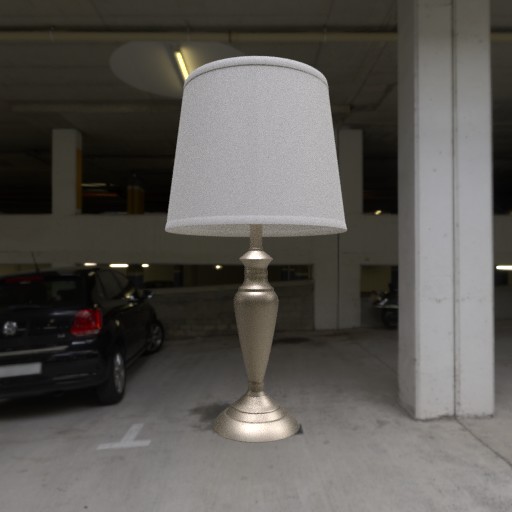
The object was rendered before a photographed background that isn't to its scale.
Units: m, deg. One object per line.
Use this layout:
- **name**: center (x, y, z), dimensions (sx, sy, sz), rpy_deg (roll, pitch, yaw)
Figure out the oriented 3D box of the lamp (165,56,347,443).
- **lamp**: center (0.000, 0.000, 0.816), dimensions (0.328, 0.619, 0.328), rpy_deg (0, -1, 0)
